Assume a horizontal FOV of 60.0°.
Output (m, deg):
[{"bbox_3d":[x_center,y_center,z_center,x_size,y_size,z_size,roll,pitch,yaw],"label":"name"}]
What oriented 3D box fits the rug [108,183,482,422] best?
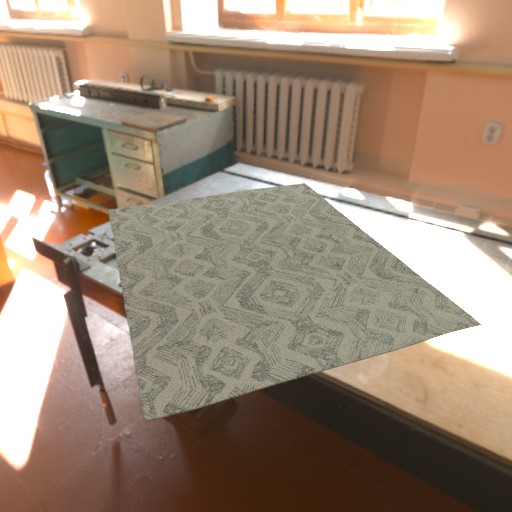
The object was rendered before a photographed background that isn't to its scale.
[{"bbox_3d":[0.000,0.000,4.078,2.430,0.030,3.054,-10,32,-17],"label":"rug"}]
